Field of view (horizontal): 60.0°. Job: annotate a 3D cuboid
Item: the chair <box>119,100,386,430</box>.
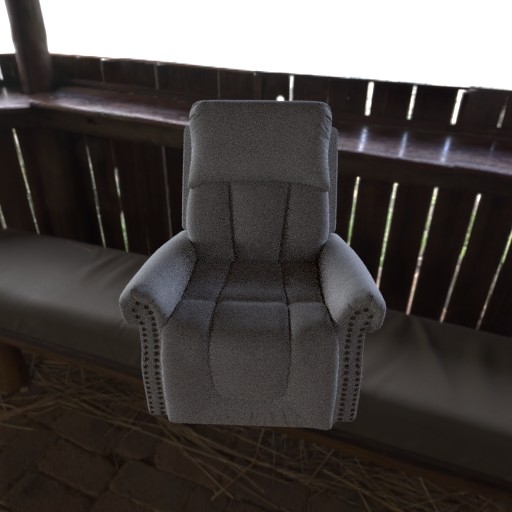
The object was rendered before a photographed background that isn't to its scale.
[{"bbox_3d":[0.000,0.000,1.753,0.871,1.031,0.979,1,30,2],"label":"chair"}]
